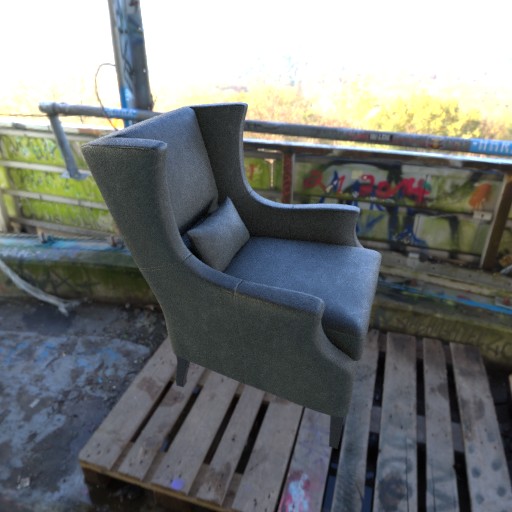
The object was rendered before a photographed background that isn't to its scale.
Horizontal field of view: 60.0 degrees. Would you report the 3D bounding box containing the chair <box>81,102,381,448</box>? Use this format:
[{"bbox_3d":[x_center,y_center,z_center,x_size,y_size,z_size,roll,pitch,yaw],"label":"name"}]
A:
[{"bbox_3d":[0.000,0.000,1.731,0.926,1.016,0.853,10,30,17],"label":"chair"}]
